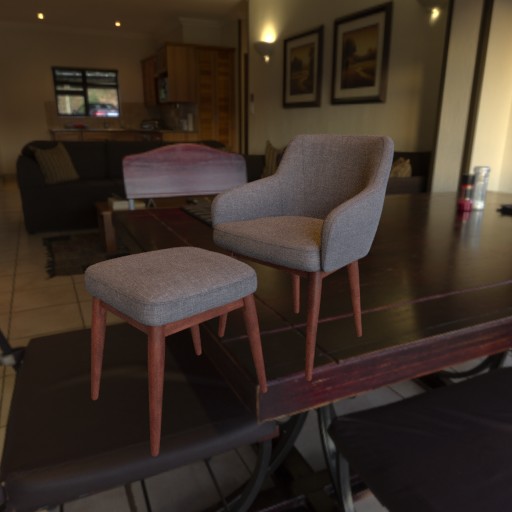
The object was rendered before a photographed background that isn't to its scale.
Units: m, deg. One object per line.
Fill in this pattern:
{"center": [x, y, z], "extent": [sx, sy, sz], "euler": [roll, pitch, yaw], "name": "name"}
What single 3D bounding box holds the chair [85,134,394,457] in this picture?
{"center": [0.000, 0.000, 1.538], "extent": [1.107, 0.799, 0.584], "euler": [-16, 22, -42], "name": "chair"}
